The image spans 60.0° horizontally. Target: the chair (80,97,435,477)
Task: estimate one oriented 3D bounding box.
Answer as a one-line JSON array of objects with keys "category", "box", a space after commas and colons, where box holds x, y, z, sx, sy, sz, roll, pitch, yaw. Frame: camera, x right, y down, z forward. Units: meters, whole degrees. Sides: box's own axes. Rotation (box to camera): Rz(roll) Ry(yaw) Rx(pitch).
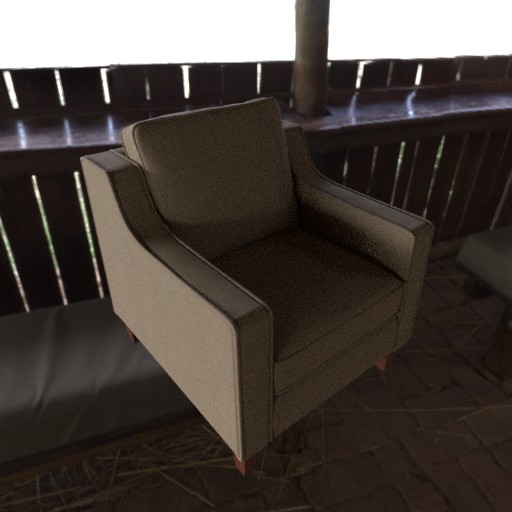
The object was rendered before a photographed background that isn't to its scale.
[{"category": "chair", "box": [0.000, 0.000, 1.618, 0.831, 0.960, 0.909, -23, 39, -32]}]
